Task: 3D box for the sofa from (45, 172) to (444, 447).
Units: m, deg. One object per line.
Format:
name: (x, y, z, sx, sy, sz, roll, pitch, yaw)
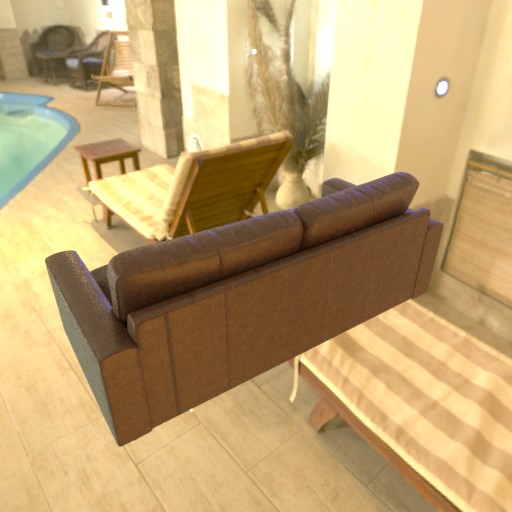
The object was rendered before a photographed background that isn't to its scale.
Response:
sofa: (0.000, 0.000, 2.673, 2.179, 0.873, 1.016, -19, 36, -29)
